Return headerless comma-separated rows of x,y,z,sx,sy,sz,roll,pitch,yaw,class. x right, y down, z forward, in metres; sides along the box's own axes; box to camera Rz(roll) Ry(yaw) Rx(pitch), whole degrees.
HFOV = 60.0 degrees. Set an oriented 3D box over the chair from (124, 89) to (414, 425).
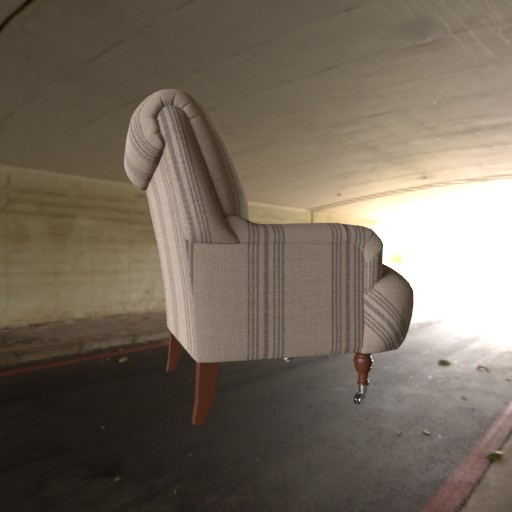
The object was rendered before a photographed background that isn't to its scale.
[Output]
0.000,0.000,1.612,0.914,0.940,0.813,0,-1,-18,chair
